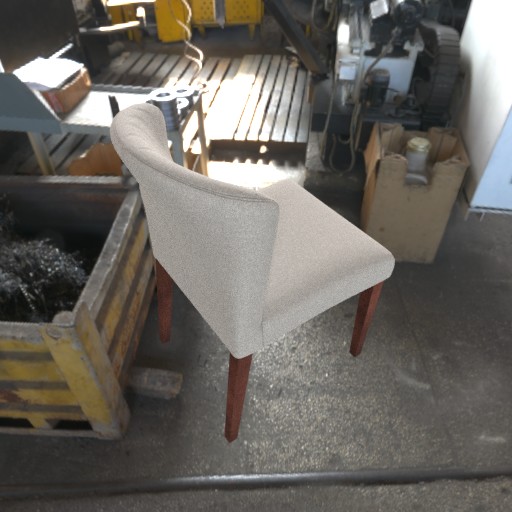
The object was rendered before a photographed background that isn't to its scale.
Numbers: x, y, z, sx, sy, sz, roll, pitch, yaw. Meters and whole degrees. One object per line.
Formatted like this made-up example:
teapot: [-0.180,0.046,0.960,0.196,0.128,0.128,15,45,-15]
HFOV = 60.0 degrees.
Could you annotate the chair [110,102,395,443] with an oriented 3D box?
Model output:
chair: [0.000,0.000,1.198,0.592,0.839,0.491,-25,48,-25]
